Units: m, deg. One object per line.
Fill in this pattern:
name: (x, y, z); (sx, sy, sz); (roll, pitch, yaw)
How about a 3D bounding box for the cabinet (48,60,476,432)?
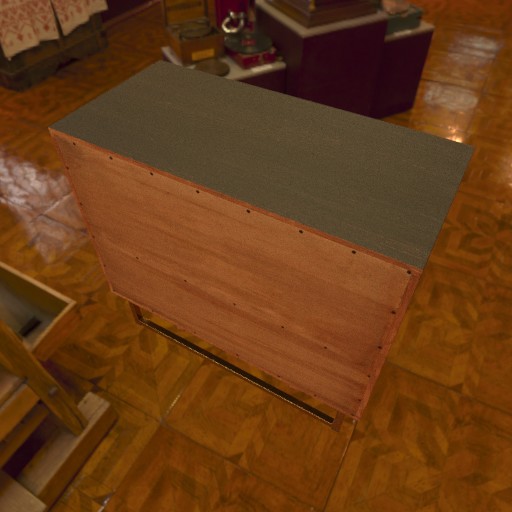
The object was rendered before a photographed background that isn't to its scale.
cabinet: (0.000, 0.000, 1.400); (0.950, 0.860, 0.451); (23, 51, 20)
